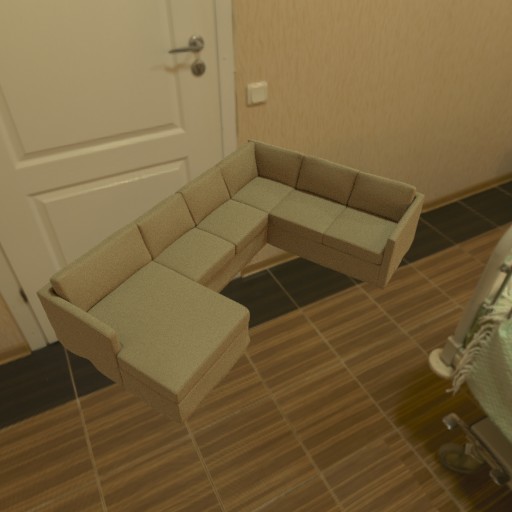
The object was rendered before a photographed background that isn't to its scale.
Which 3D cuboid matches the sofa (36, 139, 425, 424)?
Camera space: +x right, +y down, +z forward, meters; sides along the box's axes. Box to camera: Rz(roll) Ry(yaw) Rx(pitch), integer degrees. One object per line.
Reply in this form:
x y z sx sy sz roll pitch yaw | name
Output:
0.000 0.000 4.702 2.476 0.878 3.528 23 46 24 | sofa
